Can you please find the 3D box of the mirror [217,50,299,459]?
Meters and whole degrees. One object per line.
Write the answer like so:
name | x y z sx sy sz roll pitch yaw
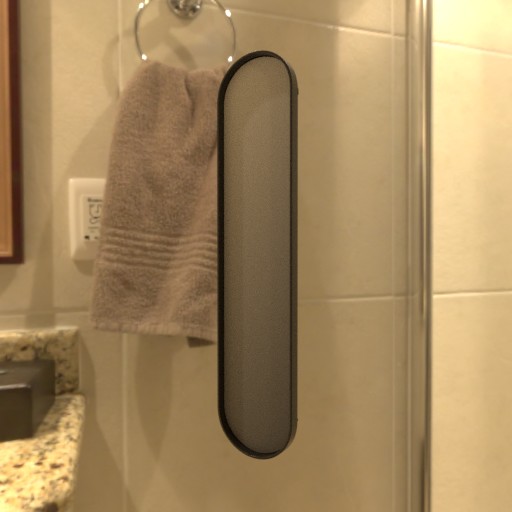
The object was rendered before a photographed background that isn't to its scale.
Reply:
mirror | 0.000 0.000 1.094 0.222 0.991 0.032 1 1 35
